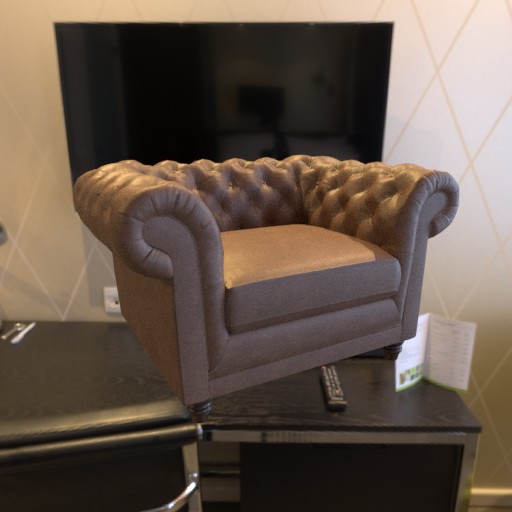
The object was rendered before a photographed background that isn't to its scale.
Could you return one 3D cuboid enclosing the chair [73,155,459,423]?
[{"bbox_3d":[0.000,0.000,1.845,1.298,0.784,0.954,-8,17,-28],"label":"chair"}]
